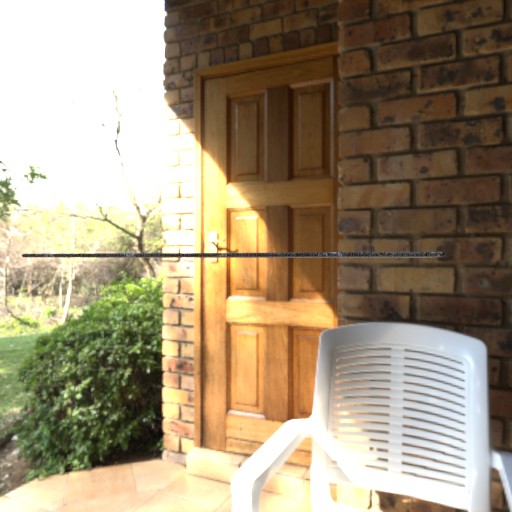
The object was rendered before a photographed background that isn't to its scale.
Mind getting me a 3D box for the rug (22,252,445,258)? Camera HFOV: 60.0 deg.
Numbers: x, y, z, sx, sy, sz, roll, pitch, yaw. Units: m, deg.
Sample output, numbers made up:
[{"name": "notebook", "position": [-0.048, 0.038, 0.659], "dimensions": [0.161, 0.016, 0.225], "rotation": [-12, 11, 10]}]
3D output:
[{"name": "rug", "position": [0.000, 0.000, 4.106], "dimensions": [3.047, 0.029, 2.438], "rotation": [0, 0, 18]}]
